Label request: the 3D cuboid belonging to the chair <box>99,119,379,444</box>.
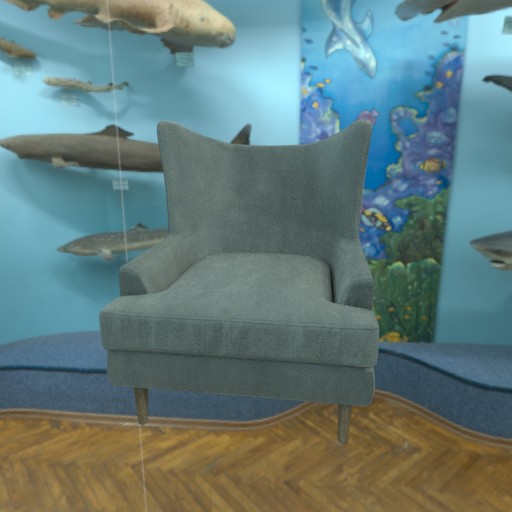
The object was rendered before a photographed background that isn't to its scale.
[{"bbox_3d":[0.000,0.000,1.598,0.784,0.950,0.906,2,15,8],"label":"chair"}]
